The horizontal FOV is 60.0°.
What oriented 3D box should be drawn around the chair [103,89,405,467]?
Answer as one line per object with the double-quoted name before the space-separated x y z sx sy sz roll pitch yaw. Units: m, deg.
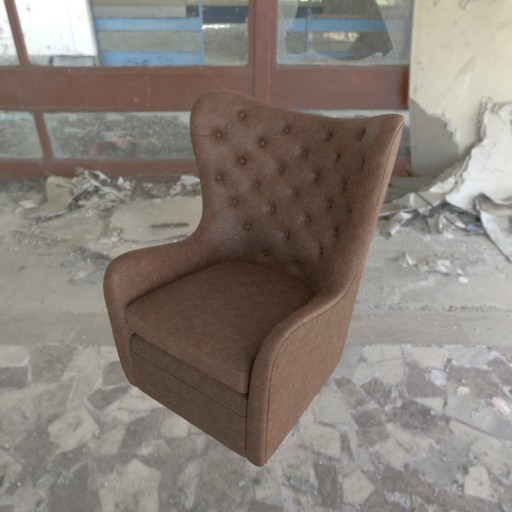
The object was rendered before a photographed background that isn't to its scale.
"chair" 0.000 0.000 1.728 0.831 1.079 0.930 20 36 30
